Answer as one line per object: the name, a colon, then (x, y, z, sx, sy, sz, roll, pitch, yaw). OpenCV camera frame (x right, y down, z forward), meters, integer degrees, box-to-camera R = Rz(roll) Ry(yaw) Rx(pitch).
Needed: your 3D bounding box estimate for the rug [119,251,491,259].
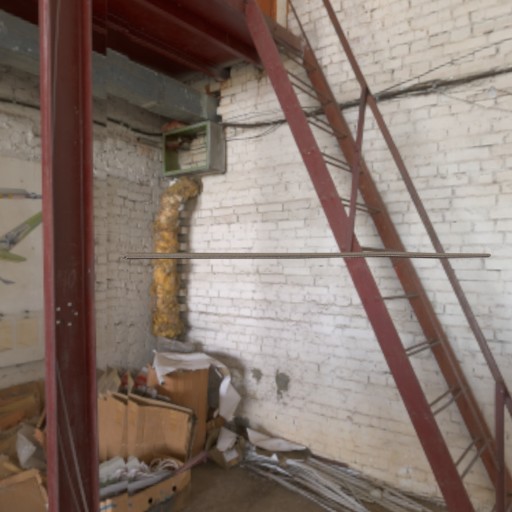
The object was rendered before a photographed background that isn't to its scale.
rug: (0.000, 0.000, 4.076, 2.399, 0.054, 3.011, 0, 0, -17)
